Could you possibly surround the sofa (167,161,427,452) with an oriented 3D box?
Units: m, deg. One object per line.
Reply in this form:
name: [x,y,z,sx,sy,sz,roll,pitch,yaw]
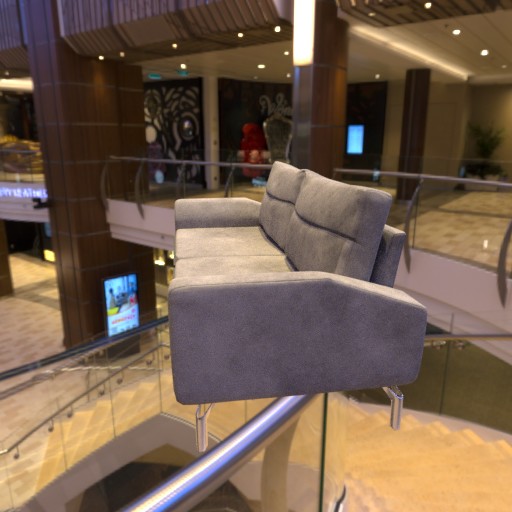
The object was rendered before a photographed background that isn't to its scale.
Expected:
sofa: [0.000,0.000,2.263,0.849,0.859,1.837,-3,16,-9]
